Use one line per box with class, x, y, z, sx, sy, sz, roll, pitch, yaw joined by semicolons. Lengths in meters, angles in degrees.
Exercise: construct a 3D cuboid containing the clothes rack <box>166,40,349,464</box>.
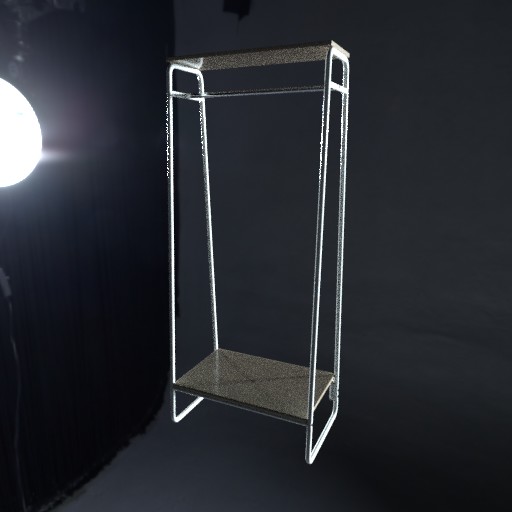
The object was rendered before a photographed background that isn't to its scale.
clothes rack;0.000;0.000;1.805;0.640;1.512;0.400;6;15;25
